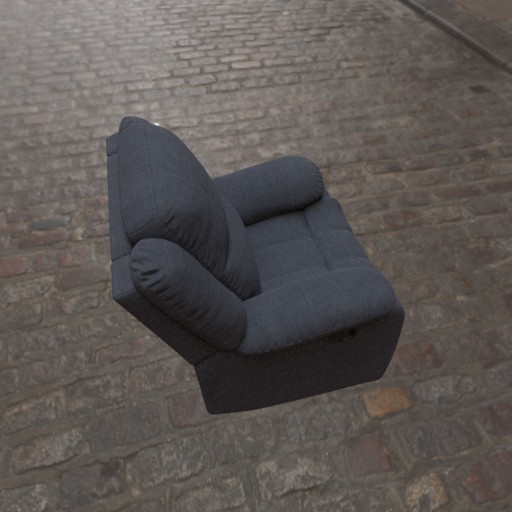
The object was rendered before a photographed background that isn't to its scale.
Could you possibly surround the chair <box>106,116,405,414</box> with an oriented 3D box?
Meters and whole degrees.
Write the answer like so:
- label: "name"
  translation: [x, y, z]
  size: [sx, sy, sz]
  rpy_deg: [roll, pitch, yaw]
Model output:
- label: "chair"
  translation: [0.000, 0.000, 1.707]
  size: [0.944, 1.008, 0.899]
  rpy_deg: [-10, 47, -10]
